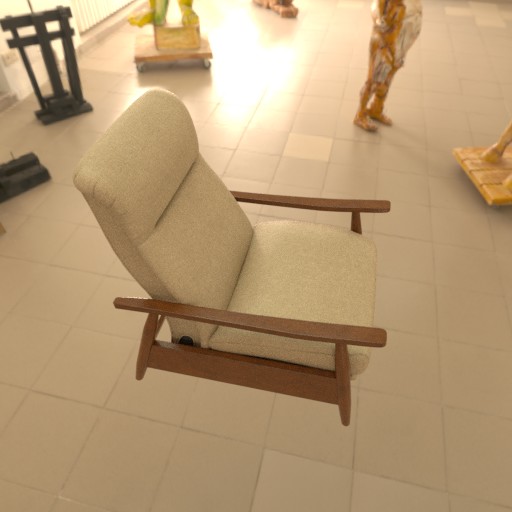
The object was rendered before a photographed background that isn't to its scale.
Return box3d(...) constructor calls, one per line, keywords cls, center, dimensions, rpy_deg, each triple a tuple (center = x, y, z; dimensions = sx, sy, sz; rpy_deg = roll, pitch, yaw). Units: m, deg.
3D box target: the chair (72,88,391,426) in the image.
box3d(cls="chair", center=(0.000, 0.000, 1.808), dimensions=(1.030, 1.082, 0.762), rpy_deg=(9, 45, 9))
